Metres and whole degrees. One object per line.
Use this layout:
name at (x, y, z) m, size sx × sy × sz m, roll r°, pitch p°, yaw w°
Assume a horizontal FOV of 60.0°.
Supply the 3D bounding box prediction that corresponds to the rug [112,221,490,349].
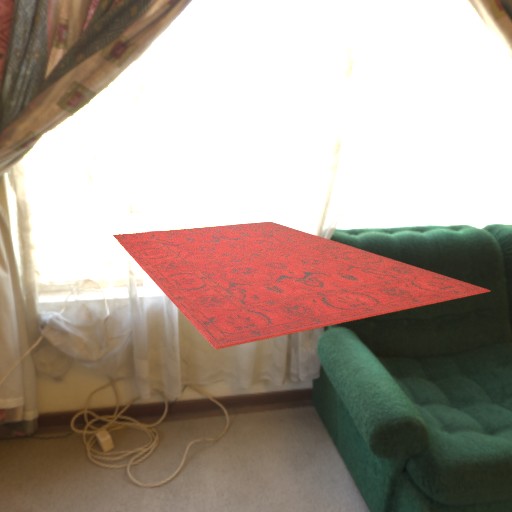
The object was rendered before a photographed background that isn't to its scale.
rug at (0.000, 0.000, 3.035) m, size 1.534 × 0.010 × 2.423 m, roll -7°, pitch 16°, yaw -25°
